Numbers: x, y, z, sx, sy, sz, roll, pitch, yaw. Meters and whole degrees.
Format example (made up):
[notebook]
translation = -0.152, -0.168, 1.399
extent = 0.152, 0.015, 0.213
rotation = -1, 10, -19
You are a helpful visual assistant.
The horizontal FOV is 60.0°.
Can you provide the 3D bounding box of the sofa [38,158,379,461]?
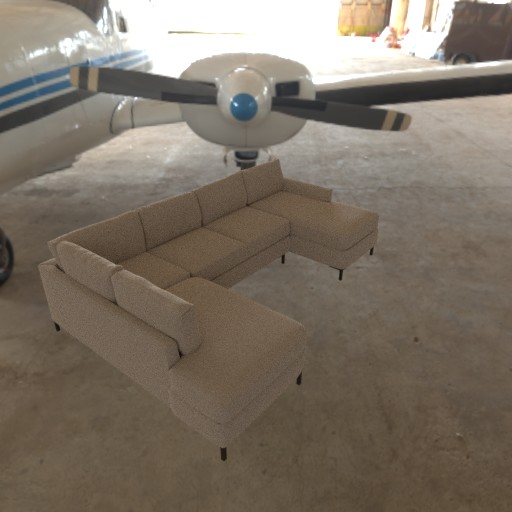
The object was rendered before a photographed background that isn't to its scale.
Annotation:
[sofa]
translation = 0.000, 0.000, 3.913
extent = 1.989, 0.862, 2.984
rotation = 21, 35, 34
